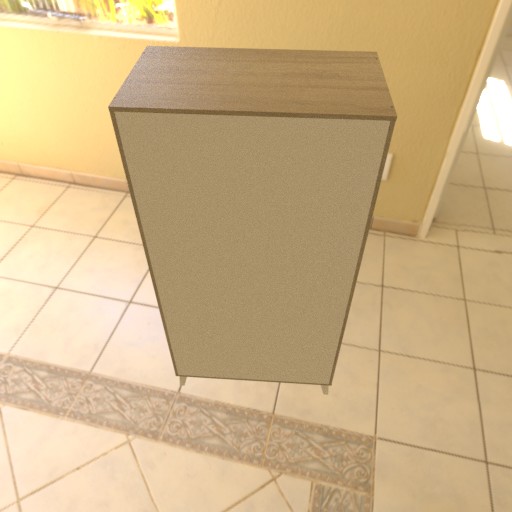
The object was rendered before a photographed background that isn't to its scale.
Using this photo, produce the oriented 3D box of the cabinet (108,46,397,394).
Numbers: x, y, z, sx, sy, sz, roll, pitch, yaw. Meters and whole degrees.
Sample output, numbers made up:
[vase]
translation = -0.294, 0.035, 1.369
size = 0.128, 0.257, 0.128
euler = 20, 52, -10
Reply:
[cabinet]
translation = 0.000, 0.000, 2.447
size = 1.006, 1.999, 0.571
euler = 3, 45, 3
